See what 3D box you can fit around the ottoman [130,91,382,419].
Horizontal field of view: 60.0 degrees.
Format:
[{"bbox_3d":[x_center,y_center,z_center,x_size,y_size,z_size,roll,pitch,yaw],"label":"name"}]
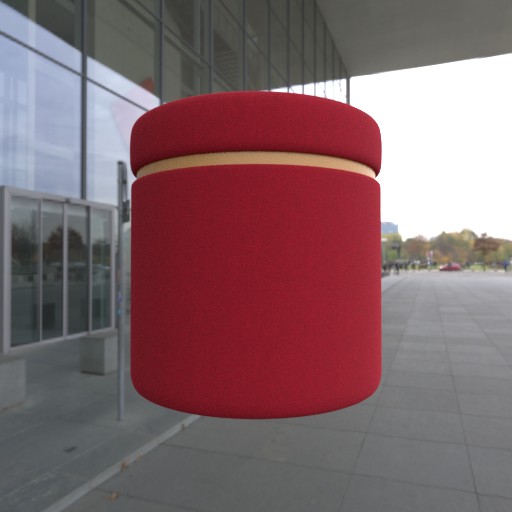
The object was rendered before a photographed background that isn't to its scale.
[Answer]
[{"bbox_3d":[0.000,0.000,0.728,0.400,0.406,0.400,0,-1,0],"label":"ottoman"}]
